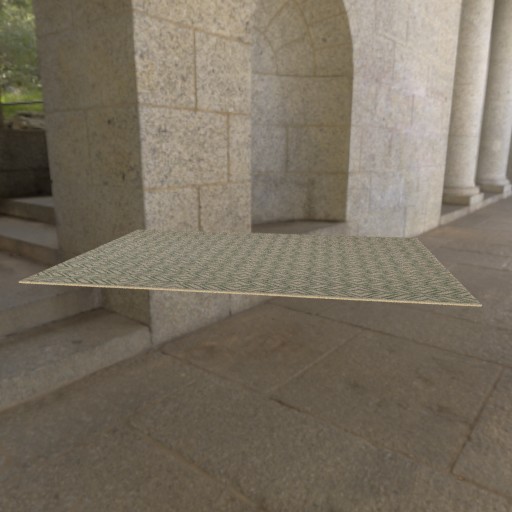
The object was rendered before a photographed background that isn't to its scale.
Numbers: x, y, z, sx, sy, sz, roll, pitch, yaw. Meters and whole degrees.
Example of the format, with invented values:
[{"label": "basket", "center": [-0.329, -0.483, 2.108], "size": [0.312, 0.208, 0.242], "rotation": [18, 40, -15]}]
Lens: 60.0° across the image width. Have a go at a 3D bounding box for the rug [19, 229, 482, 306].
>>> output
[{"label": "rug", "center": [0.000, 0.000, 2.306], "size": [1.828, 0.007, 1.220], "rotation": [2, 14, 9]}]
